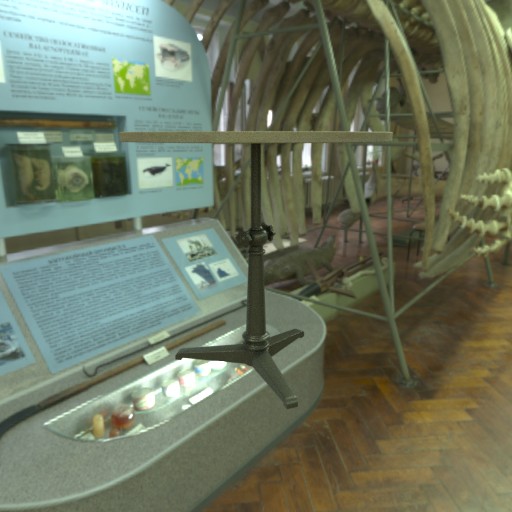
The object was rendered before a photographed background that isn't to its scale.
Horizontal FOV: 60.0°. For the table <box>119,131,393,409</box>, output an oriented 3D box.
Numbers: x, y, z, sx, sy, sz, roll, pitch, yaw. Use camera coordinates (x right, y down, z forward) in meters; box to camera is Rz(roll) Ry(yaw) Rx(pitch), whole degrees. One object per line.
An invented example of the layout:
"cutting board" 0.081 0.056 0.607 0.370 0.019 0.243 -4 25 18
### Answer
"table" 0.000 0.000 1.453 0.800 0.780 0.800 0 15 0
